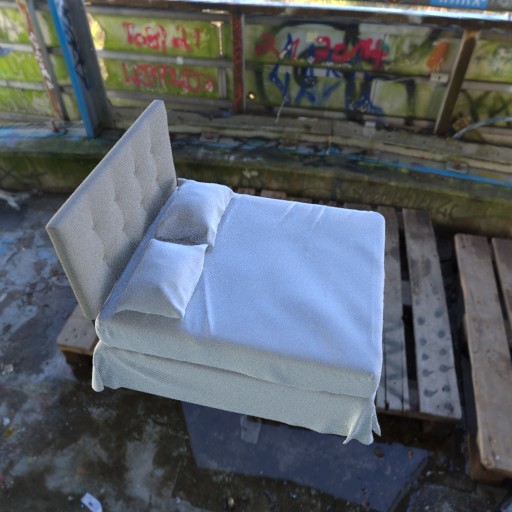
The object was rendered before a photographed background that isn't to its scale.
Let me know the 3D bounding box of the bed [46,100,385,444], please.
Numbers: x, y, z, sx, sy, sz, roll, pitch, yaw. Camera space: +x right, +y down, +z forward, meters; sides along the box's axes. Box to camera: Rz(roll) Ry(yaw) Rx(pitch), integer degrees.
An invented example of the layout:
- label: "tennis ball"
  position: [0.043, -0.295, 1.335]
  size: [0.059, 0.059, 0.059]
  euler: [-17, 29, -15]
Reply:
- label: "bed"
  position: [0.000, 0.000, 3.408]
  size: [2.222, 1.577, 1.936]
  euler: [9, 45, 9]
